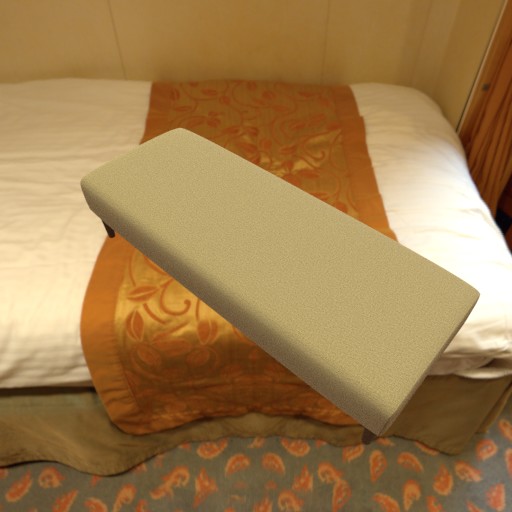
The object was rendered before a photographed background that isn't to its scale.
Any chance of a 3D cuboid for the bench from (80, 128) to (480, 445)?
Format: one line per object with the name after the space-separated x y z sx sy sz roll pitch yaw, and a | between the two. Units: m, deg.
0.000 0.000 1.882 1.609 0.393 0.646 34 55 27 | bench
